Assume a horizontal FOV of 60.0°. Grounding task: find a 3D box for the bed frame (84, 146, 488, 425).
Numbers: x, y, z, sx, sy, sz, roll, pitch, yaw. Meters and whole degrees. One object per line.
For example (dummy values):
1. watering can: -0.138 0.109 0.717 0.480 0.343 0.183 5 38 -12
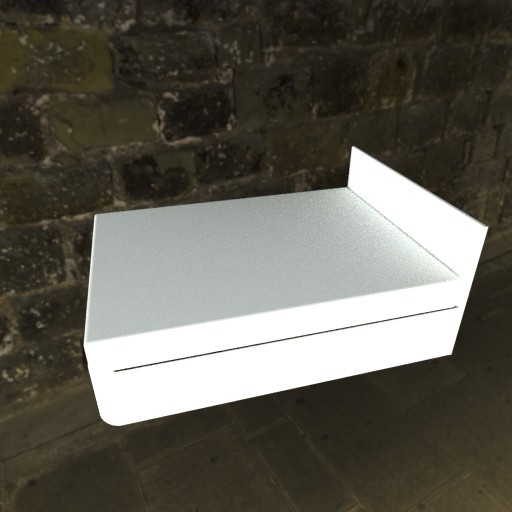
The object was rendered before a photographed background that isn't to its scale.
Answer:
1. bed frame: 0.000 0.000 2.669 1.900 0.800 1.400 -8 31 -13
